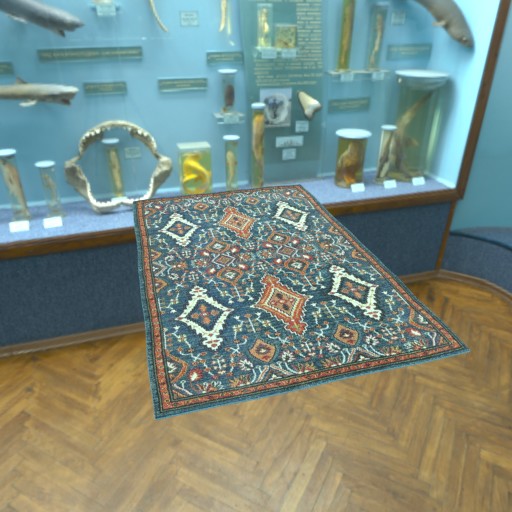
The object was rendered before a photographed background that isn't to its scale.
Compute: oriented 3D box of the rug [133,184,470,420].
[{"bbox_3d":[0.000,0.000,2.312,1.195,0.014,1.847,-8,31,-14],"label":"rug"}]
